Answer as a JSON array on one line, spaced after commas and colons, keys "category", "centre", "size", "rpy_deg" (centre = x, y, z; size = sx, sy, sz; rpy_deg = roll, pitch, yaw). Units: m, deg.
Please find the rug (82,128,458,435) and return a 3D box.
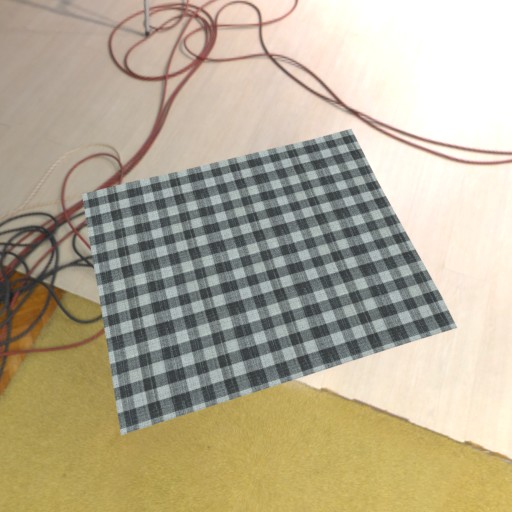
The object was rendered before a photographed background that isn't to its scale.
[{"category": "rug", "centre": [0.000, 0.000, 4.270], "size": [3.021, 0.013, 2.432], "rpy_deg": [-15, 65, -8]}]
